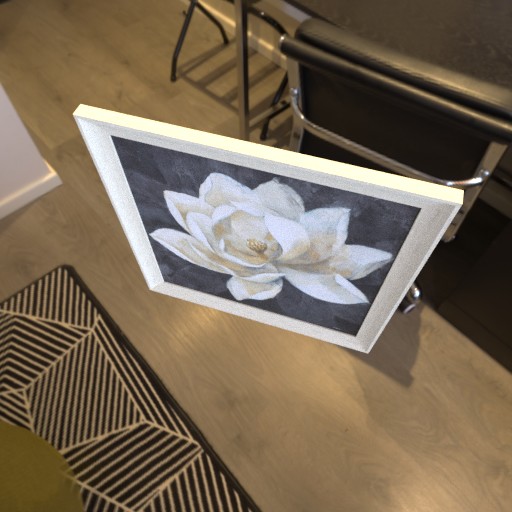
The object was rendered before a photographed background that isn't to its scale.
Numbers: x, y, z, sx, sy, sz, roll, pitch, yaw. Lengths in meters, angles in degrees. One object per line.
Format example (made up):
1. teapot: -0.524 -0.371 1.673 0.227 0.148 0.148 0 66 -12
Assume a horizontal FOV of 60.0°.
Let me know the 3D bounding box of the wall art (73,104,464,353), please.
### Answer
1. wall art: 0.000 0.000 1.549 1.016 1.016 0.045 15 59 9
